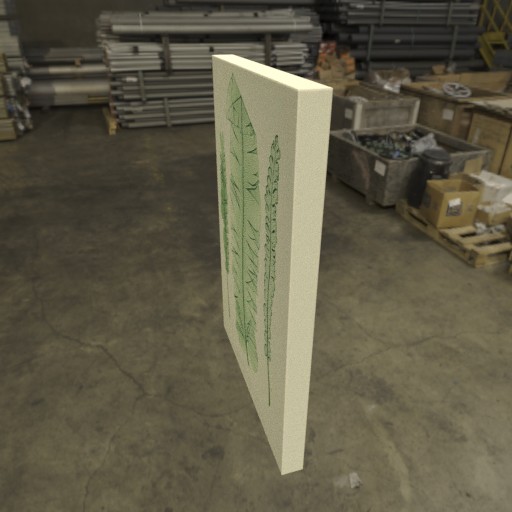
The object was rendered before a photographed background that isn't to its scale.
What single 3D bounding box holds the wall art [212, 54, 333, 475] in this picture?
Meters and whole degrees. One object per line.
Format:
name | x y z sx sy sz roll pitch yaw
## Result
wall art | 0.000 0.000 0.772 0.038 0.608 0.418 -8 30 -15
